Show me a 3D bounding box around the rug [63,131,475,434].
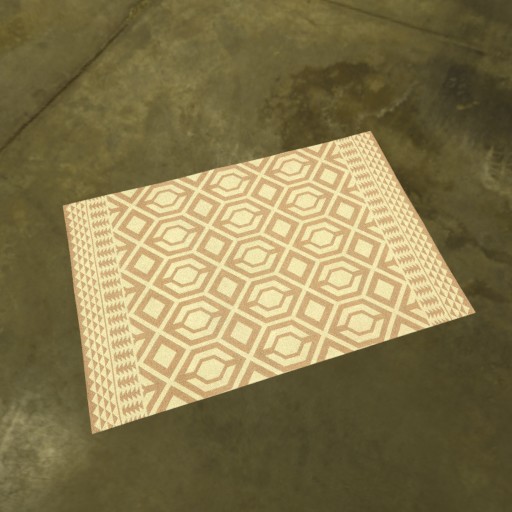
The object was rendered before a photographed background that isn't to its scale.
[{"bbox_3d":[0.000,0.000,2.276,1.829,0.008,1.219,-15,63,-8],"label":"rug"}]
